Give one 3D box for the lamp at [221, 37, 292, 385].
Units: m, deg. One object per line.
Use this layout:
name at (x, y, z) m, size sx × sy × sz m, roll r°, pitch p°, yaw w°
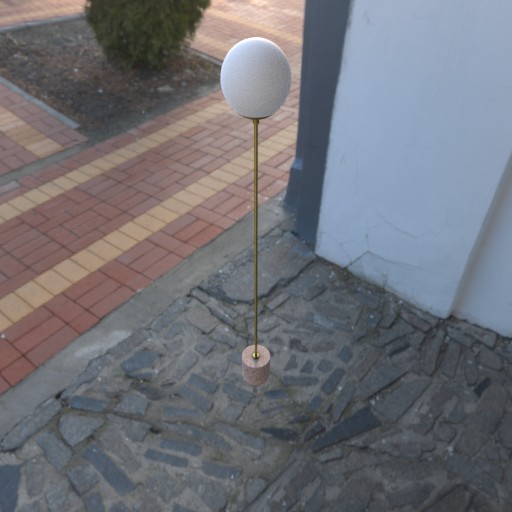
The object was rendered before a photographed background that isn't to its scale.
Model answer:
lamp at (0.000, 0.000, 1.921) m, size 0.229 × 1.748 × 0.229 m, roll -24°, pitch 46°, yaw -26°
